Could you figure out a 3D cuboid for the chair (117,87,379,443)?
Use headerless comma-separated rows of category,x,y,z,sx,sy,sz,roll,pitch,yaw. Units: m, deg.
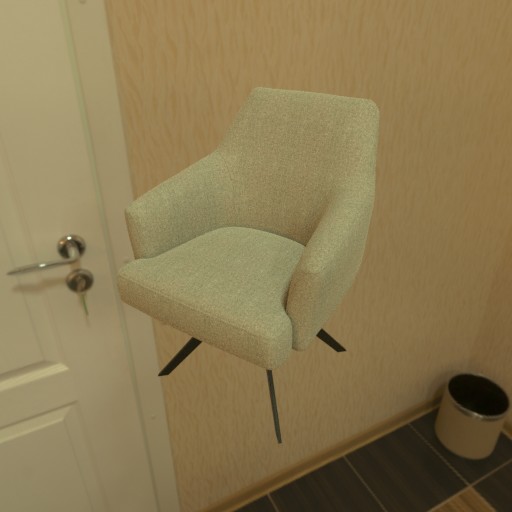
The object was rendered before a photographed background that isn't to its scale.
chair,0.000,0.000,1.367,0.642,0.874,0.677,18,35,29
